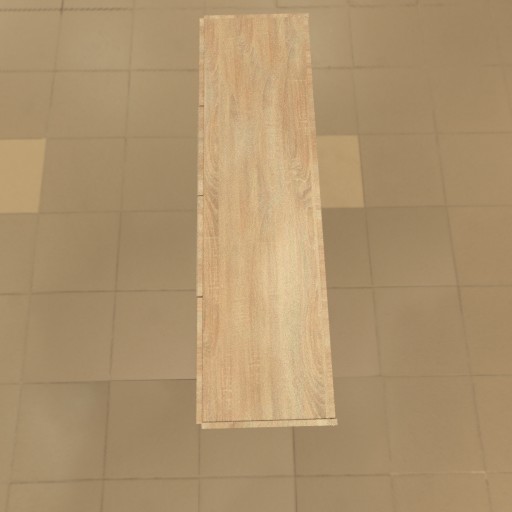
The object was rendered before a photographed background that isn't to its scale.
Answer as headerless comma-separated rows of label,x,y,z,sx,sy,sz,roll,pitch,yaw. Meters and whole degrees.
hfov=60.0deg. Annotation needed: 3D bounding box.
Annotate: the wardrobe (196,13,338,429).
wardrobe,0.000,0.000,3.068,0.598,2.159,1.998,-1,75,0
